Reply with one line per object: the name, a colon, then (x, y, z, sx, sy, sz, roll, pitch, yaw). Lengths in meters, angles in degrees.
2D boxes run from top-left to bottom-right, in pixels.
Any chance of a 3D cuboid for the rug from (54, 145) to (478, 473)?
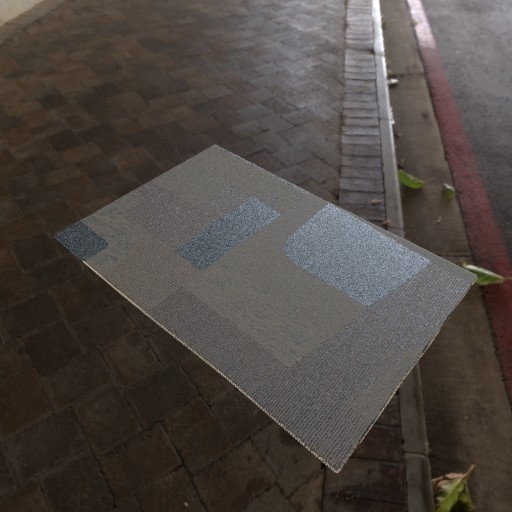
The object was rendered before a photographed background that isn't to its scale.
rug: (0.000, 0.000, 2.301, 1.847, 0.020, 1.238, 32, 53, 28)
